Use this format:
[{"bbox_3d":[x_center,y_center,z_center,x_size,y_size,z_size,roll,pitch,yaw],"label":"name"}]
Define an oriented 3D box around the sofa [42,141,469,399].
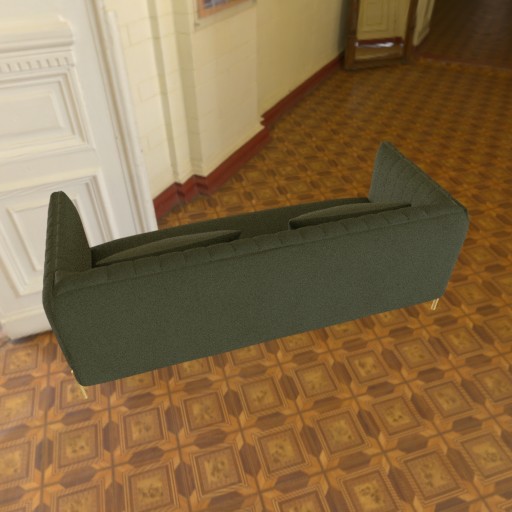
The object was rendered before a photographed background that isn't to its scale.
[{"bbox_3d":[0.000,0.000,2.556,2.137,0.793,0.896,-11,42,-13],"label":"sofa"}]
